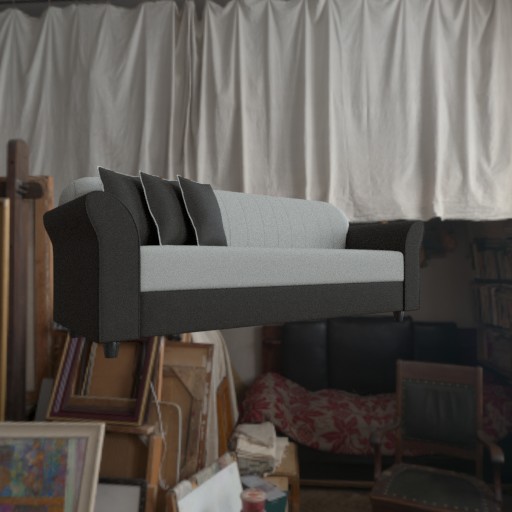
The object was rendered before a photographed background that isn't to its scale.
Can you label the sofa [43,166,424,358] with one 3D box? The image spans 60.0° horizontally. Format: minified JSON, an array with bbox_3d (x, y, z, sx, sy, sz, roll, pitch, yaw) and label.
[{"bbox_3d":[0.000,0.000,2.422,2.001,0.787,0.755,1,-1,-36],"label":"sofa"}]
